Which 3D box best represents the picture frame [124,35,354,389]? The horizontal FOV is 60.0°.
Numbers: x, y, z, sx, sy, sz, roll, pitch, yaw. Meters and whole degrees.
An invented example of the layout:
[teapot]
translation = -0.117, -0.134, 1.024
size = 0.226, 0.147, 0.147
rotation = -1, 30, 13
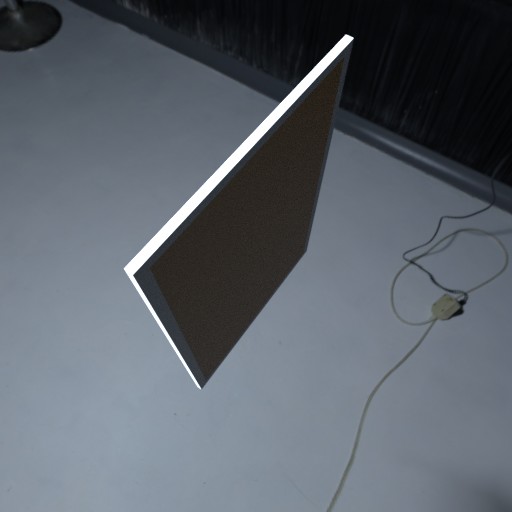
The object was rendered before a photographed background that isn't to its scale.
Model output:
[picture frame]
translation = 0.000, 0.000, 0.842
size = 0.013, 0.657, 0.457
rotation = 33, 68, 15
